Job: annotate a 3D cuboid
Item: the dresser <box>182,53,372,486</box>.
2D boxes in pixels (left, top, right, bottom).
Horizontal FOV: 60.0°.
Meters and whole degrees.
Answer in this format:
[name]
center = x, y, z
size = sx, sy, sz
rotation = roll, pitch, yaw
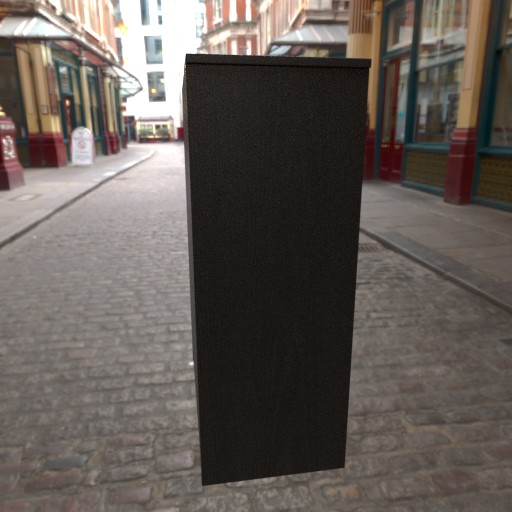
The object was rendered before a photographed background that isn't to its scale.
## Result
[dresser]
center = 0.000, 0.000, 1.357
size = 0.398, 1.020, 0.700
rotation = -3, 15, -9
